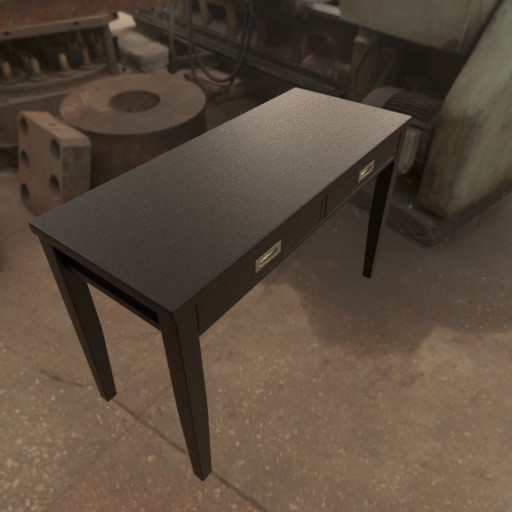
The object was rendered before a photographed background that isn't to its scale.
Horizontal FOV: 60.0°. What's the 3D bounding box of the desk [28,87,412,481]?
[{"bbox_3d":[0.000,0.000,1.608,0.508,0.775,1.220,26,46,28],"label":"desk"}]
